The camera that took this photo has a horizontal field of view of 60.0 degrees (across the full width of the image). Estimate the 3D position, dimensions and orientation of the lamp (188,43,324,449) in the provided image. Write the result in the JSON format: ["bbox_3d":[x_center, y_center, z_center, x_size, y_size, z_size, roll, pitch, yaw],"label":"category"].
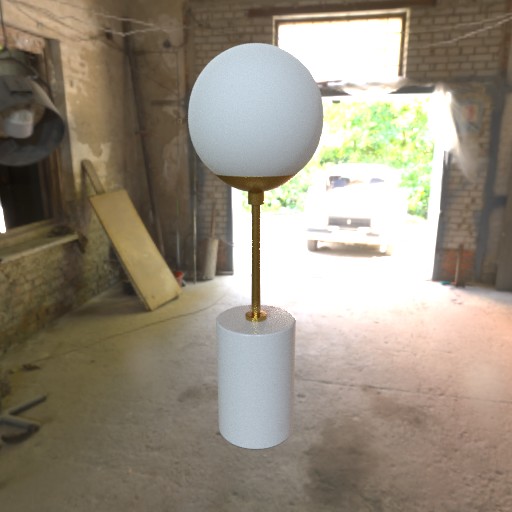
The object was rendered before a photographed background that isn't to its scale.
[{"bbox_3d":[0.000,0.000,0.548,0.153,0.480,0.153,0,15,0],"label":"lamp"}]
